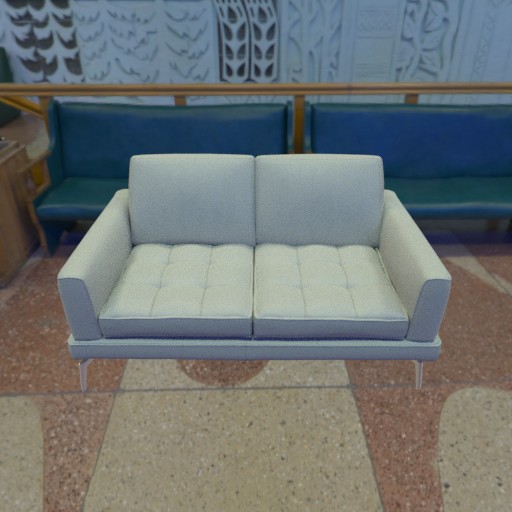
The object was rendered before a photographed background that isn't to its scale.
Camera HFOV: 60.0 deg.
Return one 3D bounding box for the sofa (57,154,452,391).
[{"bbox_3d":[0.000,0.000,2.468,1.819,0.930,1.121,0,30,0],"label":"sofa"}]
